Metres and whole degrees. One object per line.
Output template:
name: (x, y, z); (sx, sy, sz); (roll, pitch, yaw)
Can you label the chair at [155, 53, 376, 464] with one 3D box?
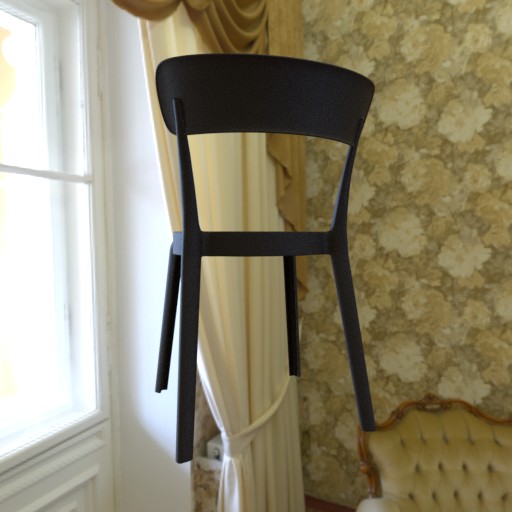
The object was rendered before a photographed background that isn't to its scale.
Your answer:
chair: (0.000, 0.000, 1.097); (0.506, 0.790, 0.491); (-1, 3, -19)
